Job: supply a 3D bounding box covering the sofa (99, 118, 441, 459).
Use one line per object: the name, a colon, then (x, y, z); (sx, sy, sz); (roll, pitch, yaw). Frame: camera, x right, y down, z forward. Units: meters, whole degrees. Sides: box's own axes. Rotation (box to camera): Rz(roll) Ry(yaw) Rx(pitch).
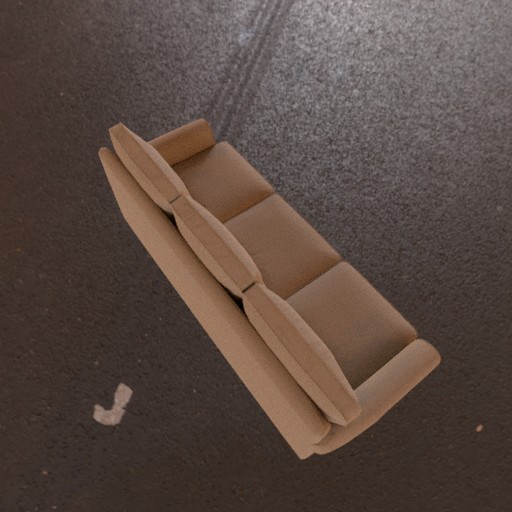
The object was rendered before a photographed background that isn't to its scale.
sofa: (0.000, 0.000, 2.811); (0.966, 0.948, 2.354); (-32, 63, -19)
